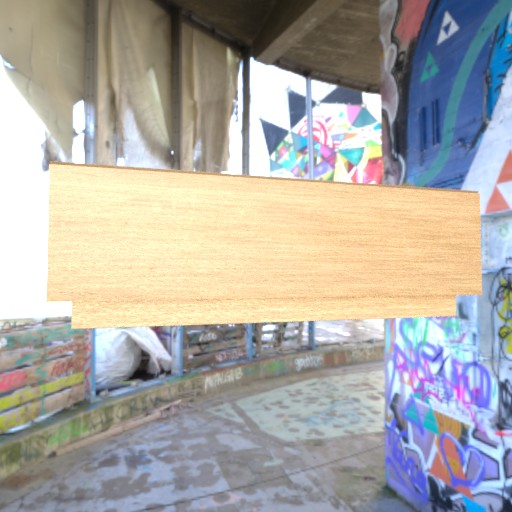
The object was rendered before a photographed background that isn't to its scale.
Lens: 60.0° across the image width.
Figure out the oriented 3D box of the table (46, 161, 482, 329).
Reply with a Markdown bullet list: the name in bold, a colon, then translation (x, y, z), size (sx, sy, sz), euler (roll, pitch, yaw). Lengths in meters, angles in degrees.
- **table**: translation (0.000, 0.000, 1.400), size (1.110, 0.353, 0.678), euler (1, -3, -17)
